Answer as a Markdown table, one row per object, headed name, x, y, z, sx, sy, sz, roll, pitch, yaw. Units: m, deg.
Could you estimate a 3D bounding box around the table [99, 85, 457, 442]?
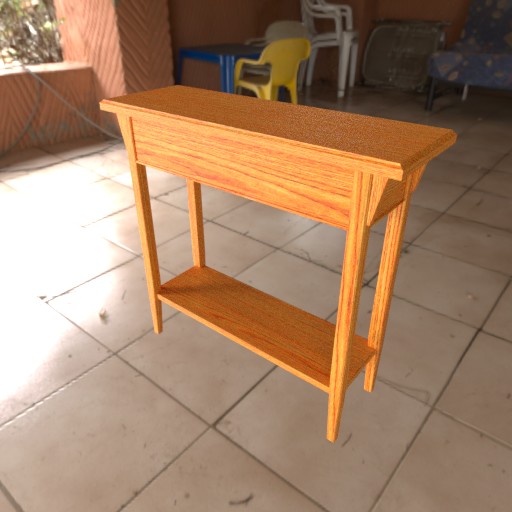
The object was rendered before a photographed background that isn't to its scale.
| name | x | y | z | sx | sy | sz | roll | pitch | yaw |
| --- | --- | --- | --- | --- | --- | --- | --- | --- | --- |
| table | 0.000 | 0.000 | 1.127 | 0.762 | 0.711 | 0.254 | 22 | 37 | 32 |
